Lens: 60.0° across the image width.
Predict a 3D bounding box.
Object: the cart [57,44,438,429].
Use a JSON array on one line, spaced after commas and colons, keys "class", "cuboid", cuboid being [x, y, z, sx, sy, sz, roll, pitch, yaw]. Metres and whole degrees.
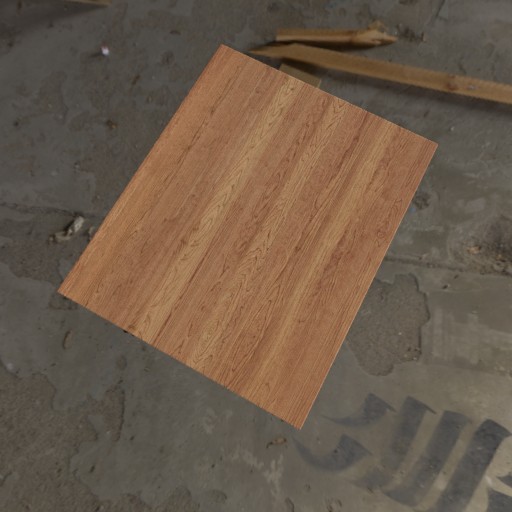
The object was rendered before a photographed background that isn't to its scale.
[{"class": "cart", "cuboid": [0.000, 0.000, 1.110, 0.558, 0.603, 0.666, 28, 77, 7]}]
